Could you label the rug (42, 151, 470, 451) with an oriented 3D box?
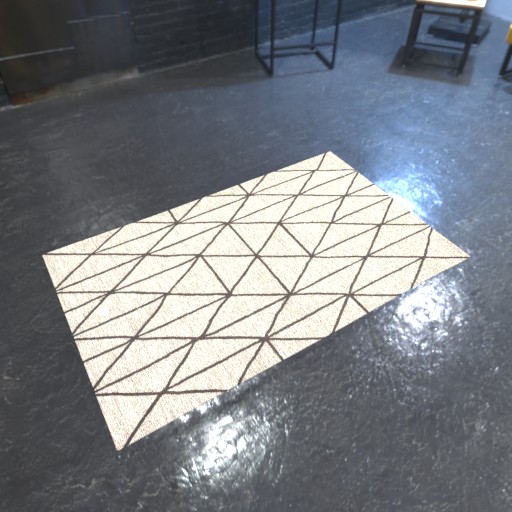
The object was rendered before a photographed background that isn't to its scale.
[{"bbox_3d":[0.000,0.000,2.998,2.465,0.008,1.526,-24,50,-21],"label":"rug"}]
